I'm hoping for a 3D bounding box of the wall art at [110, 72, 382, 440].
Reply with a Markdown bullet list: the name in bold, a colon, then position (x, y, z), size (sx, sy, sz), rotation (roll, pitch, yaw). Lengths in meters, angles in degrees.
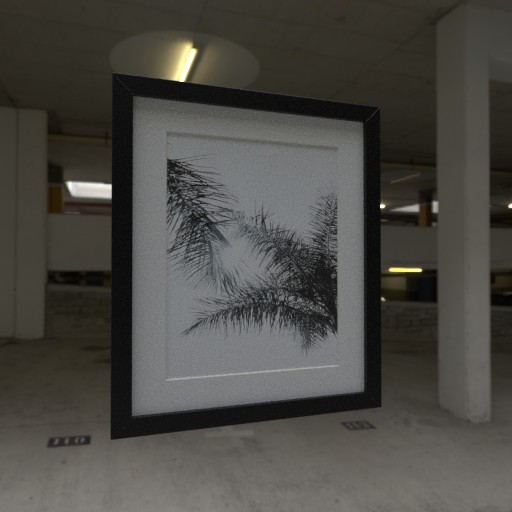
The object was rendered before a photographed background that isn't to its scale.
- **wall art**: position (0.000, 0.000, 0.524), size (0.325, 0.380, 0.028), rotation (0, -1, -19)
